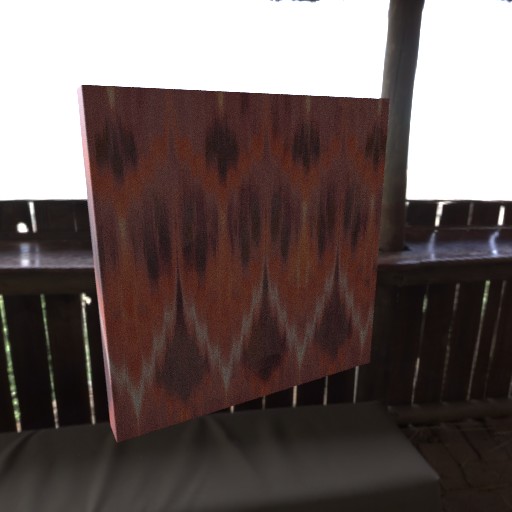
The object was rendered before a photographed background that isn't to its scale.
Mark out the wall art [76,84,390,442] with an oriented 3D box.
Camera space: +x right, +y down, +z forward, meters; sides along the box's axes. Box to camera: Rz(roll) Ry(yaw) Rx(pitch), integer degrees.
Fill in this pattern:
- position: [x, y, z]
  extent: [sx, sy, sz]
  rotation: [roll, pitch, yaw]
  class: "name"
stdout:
- position: [0.000, 0.000, 0.589]
  extent: [0.403, 0.406, 0.038]
  rotation: [-8, 18, -28]
  class: "wall art"
